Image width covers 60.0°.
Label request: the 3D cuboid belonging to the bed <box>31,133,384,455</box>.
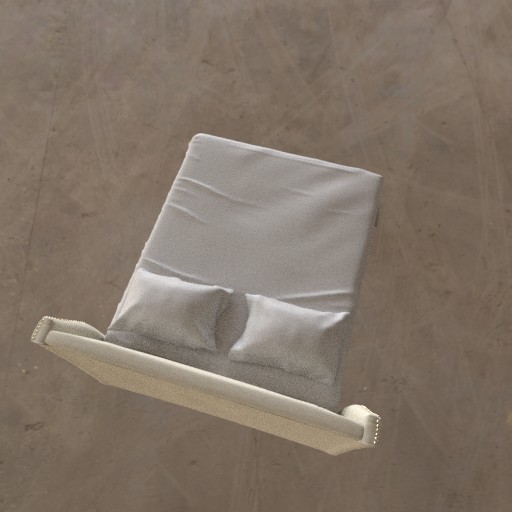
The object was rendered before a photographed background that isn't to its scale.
[{"bbox_3d":[0.000,0.000,3.323,1.925,1.332,2.276,15,65,7],"label":"bed"}]
